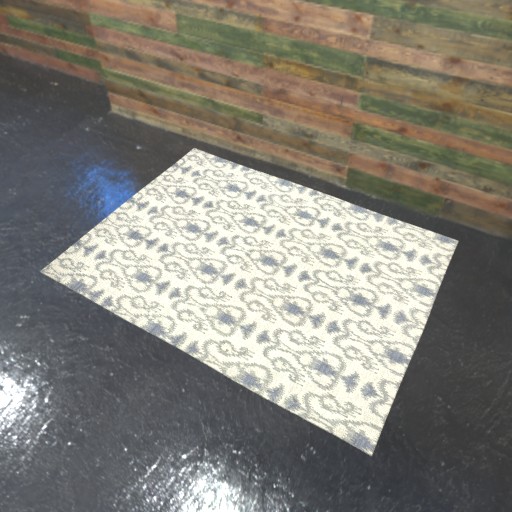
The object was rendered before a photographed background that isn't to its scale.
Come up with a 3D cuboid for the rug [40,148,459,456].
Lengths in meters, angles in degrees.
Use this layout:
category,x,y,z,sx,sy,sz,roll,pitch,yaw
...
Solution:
category,x,y,z,sx,sy,sz,roll,pitch,yaw
rug,0.000,0.000,2.958,2.261,0.013,1.676,23,51,21
